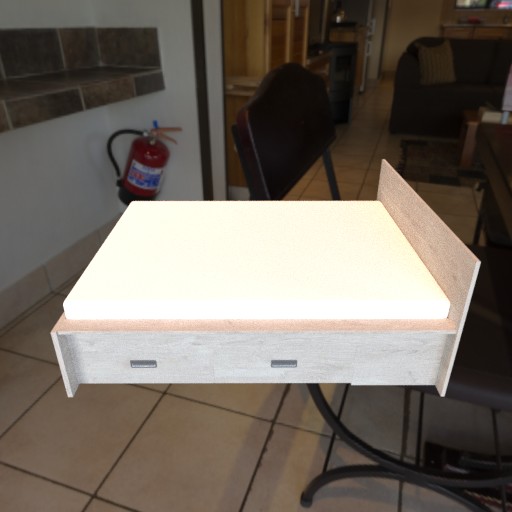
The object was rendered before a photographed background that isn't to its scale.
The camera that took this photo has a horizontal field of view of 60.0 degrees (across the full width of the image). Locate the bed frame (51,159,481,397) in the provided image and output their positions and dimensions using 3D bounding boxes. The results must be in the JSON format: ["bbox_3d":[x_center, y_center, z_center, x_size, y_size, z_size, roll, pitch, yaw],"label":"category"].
[{"bbox_3d":[0.000,0.000,2.837,1.960,0.800,1.622,0,28,0],"label":"bed frame"}]
